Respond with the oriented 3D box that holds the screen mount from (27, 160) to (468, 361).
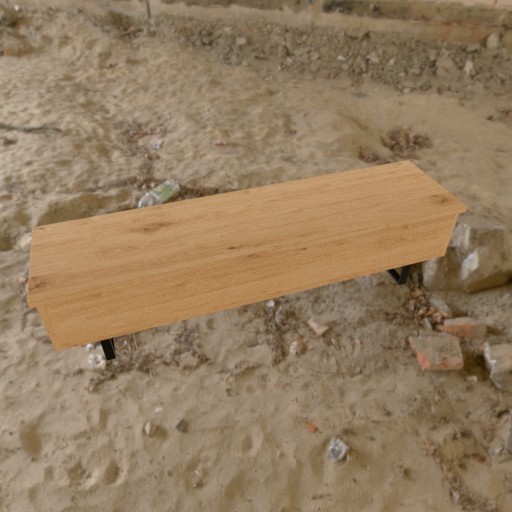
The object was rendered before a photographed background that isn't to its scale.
[{"bbox_3d":[0.000,0.000,1.926,1.700,0.430,0.450,-12,42,-14],"label":"screen mount"}]
